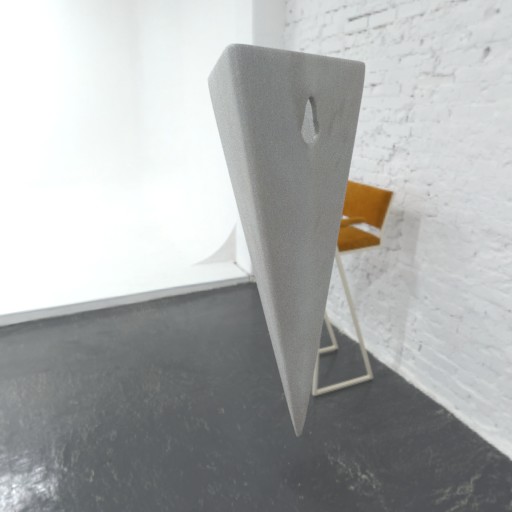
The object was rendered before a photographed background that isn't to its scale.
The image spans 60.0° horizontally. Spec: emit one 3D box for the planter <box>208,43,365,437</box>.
[{"bbox_3d":[0.000,0.000,0.160,0.058,0.130,0.047,-16,24,-42],"label":"planter"}]
